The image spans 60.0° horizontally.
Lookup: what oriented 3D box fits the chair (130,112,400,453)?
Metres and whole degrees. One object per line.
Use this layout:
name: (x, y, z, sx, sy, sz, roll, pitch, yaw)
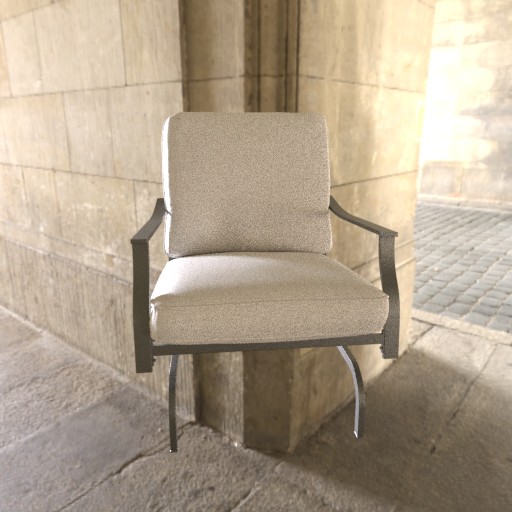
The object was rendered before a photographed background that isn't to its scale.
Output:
chair: (0.000, 0.000, 1.367, 0.650, 0.860, 0.787, -2, 16, -6)
